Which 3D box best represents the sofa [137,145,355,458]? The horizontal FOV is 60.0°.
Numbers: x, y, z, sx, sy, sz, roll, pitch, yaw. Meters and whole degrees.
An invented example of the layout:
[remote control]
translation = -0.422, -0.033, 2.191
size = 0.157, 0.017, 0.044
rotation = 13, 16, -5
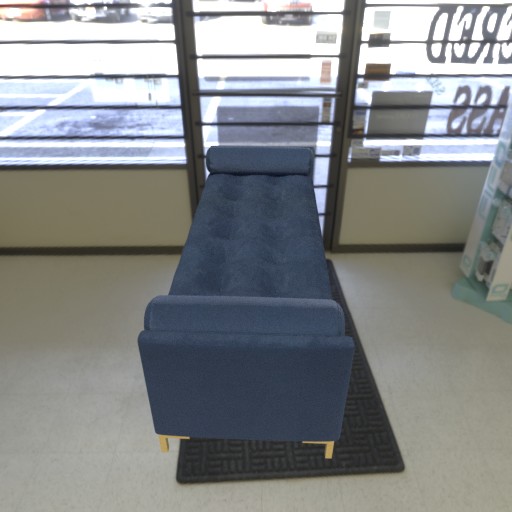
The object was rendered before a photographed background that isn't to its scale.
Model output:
[sofa]
translation = 0.000, 0.000, 2.577
size = 0.796, 0.705, 2.102
rotation = 1, 33, 2
